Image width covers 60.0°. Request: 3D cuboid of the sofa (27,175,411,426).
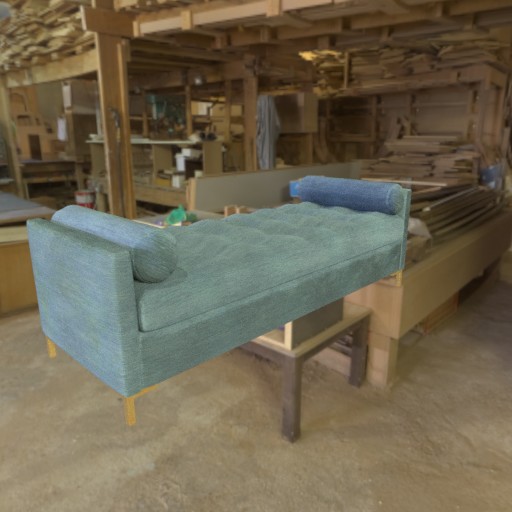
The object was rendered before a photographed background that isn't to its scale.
[{"bbox_3d":[0.000,0.000,2.453,0.796,0.705,2.102,16,22,42],"label":"sofa"}]
